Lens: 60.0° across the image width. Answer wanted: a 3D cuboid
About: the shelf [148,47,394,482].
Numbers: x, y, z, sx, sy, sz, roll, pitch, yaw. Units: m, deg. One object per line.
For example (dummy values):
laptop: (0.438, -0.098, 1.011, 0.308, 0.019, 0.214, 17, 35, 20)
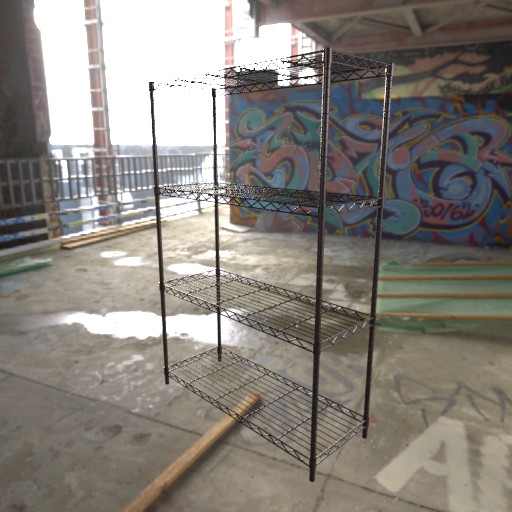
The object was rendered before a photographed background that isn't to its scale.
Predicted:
shelf: (0.000, 0.000, 1.765, 0.352, 1.361, 0.907, -13, 19, -43)
